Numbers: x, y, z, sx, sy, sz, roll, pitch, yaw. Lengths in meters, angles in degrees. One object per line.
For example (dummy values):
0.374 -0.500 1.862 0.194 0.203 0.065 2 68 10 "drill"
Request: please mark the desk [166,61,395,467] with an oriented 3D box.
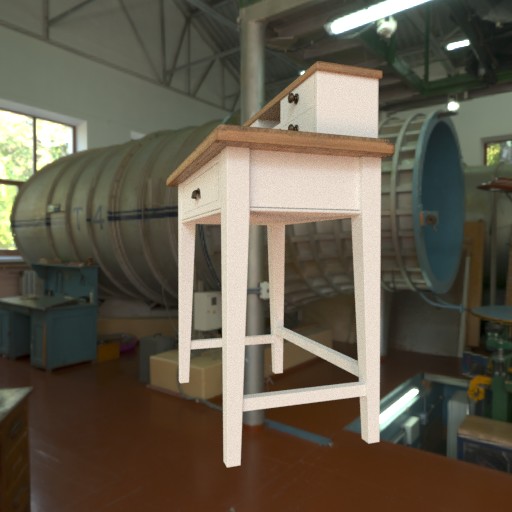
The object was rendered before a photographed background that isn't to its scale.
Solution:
0.000 0.000 1.434 0.462 0.981 0.814 0 2 -19 "desk"
